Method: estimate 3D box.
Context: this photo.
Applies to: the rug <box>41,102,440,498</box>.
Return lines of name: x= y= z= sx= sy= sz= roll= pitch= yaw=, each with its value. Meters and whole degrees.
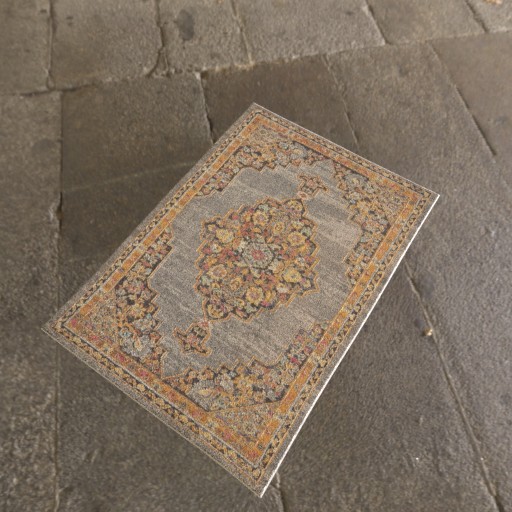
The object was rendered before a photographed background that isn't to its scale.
rug: x=0.000 y=0.000 z=3.903 sx=2.158 sy=0.024 sz=3.063 roll=31 pitch=67 yaw=15
